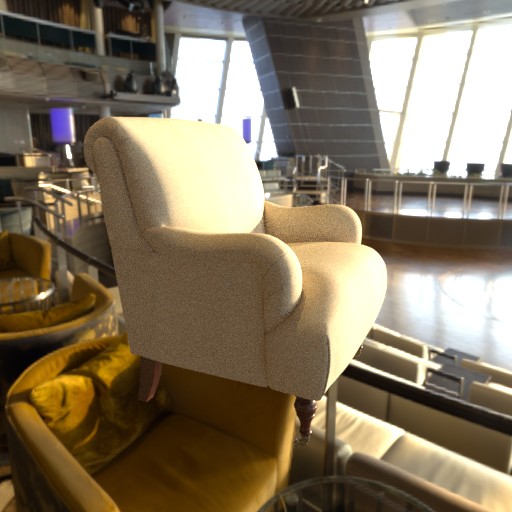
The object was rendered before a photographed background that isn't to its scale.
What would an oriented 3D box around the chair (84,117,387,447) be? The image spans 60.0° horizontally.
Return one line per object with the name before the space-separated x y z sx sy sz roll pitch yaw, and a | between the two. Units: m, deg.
chair | 0.000 0.000 1.570 0.842 0.944 0.766 7 16 26
